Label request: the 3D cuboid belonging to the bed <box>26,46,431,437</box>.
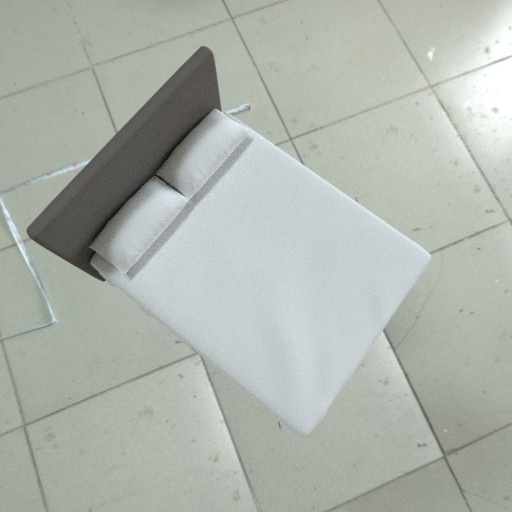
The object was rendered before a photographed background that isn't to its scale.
[{"bbox_3d":[0.000,0.000,3.203,2.142,1.330,1.723,37,78,9],"label":"bed"}]
